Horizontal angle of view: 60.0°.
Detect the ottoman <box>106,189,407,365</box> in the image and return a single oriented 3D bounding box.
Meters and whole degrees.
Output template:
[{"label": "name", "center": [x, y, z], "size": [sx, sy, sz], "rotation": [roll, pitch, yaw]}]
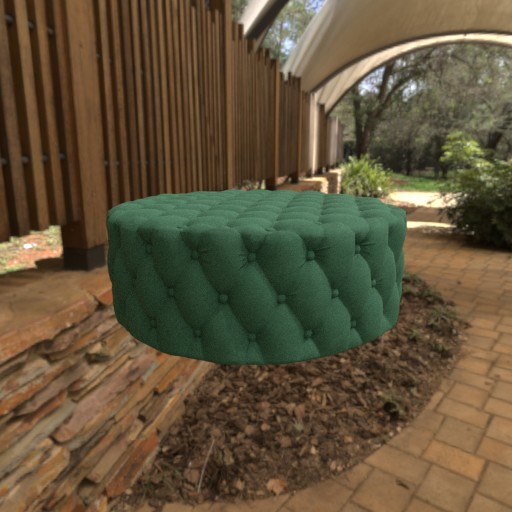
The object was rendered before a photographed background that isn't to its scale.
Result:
[{"label": "ottoman", "center": [0.000, 0.000, 1.555], "size": [0.998, 0.399, 0.998], "rotation": [0, 14, 0]}]
